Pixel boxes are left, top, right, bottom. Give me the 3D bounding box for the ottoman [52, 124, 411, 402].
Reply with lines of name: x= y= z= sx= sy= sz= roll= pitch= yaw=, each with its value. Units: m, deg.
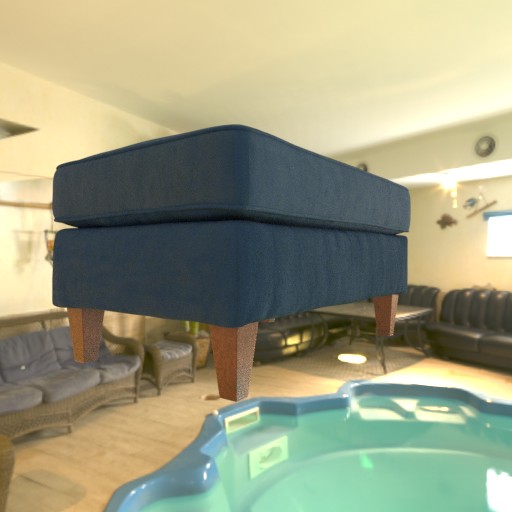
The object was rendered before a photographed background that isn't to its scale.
ottoman: x=0.000 y=0.000 z=1.190 sx=0.583 sy=0.484 sz=0.862 roll=0 pitch=0 yaw=36
